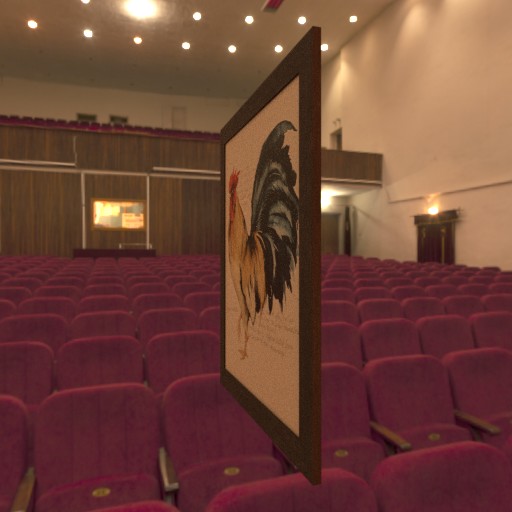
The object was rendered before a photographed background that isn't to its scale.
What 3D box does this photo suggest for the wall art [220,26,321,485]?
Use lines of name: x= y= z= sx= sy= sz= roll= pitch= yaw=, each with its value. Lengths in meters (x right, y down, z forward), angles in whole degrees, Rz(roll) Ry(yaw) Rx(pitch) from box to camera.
wall art: x=0.000 y=0.000 z=0.777 sx=0.013 sy=0.570 sz=0.476 roll=0 pitch=0 yaw=-19
